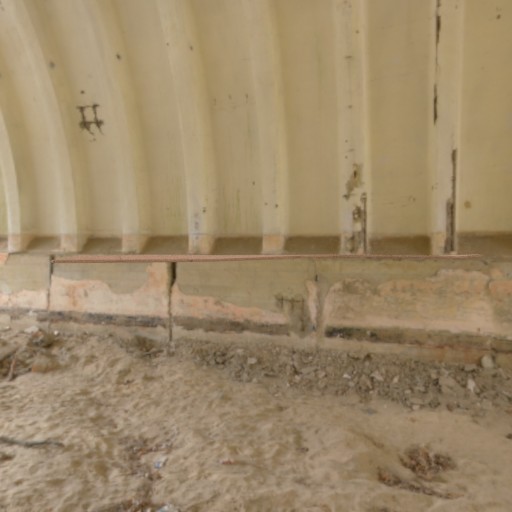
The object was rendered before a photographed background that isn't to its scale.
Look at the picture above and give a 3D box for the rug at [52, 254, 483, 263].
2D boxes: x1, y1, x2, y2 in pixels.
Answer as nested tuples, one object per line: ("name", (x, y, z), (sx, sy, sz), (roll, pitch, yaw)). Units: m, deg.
("rug", (0.000, 0.000, 2.347), (1.837, 0.025, 1.230), (0, 1, -18))
